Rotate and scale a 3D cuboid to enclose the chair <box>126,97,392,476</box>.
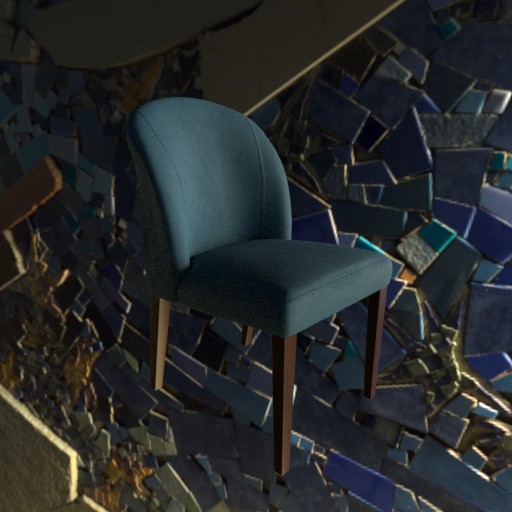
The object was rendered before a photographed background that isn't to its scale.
[{"bbox_3d":[0.000,0.000,1.263,0.620,0.879,0.507,14,21,41],"label":"chair"}]
